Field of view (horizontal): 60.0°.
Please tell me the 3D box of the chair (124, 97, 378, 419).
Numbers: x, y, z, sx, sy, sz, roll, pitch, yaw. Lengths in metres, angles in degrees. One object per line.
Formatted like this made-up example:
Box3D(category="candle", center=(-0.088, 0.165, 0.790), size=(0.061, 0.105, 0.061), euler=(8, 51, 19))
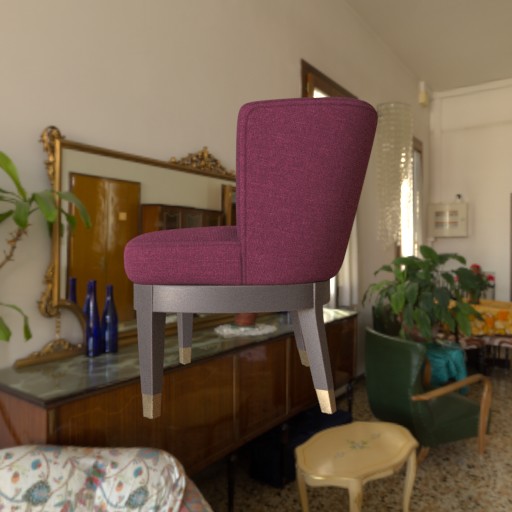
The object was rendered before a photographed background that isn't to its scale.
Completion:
Box3D(category="chair", center=(0.000, 0.000, 1.296), size=(0.660, 0.760, 0.700), euler=(0, 1, 0))
